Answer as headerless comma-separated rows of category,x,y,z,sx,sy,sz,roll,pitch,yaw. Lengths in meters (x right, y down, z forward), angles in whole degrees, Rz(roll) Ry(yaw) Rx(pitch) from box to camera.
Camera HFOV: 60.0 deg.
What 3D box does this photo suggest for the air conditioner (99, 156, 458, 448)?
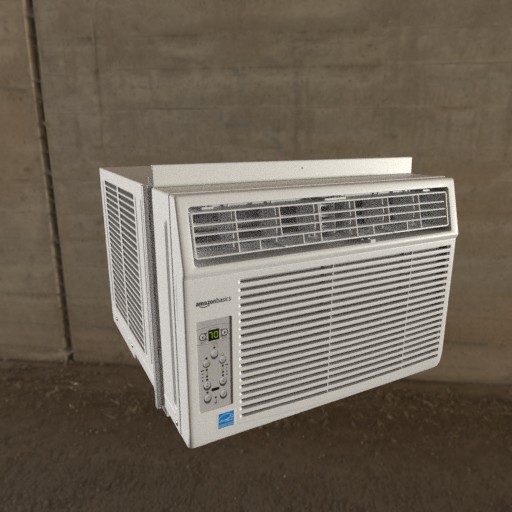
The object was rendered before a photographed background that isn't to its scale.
air conditioner,0.000,0.000,0.882,0.503,0.388,0.546,-8,17,-27
